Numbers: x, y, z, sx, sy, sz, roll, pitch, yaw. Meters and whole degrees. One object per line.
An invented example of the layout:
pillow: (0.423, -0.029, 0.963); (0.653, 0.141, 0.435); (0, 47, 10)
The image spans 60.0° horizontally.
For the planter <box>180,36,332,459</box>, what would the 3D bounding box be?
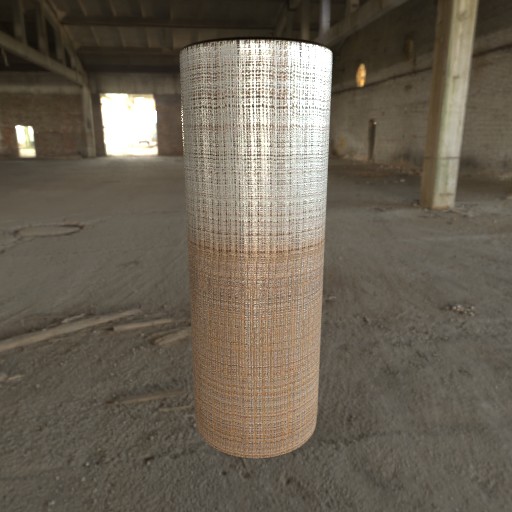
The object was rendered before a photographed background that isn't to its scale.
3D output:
planter: (0.000, 0.000, 0.327); (0.099, 0.278, 0.099); (-2, 16, -9)
